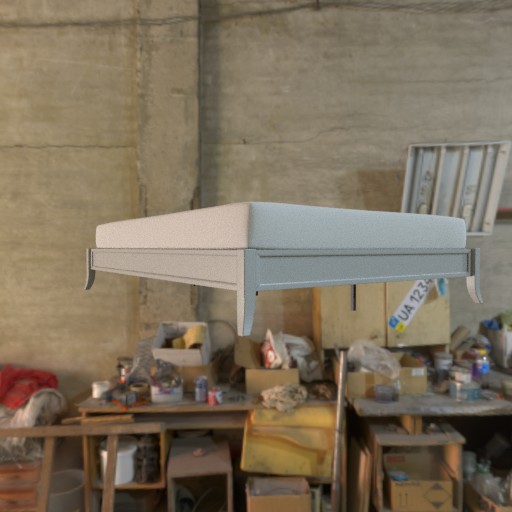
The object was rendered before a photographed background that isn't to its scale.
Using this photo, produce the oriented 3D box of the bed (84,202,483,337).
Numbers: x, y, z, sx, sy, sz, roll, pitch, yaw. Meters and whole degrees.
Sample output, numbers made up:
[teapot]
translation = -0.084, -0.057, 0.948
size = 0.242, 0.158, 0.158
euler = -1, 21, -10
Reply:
[bed]
translation = 0.000, 0.000, 2.852
size = 1.604, 0.510, 2.108
euler = -1, 1, -35
